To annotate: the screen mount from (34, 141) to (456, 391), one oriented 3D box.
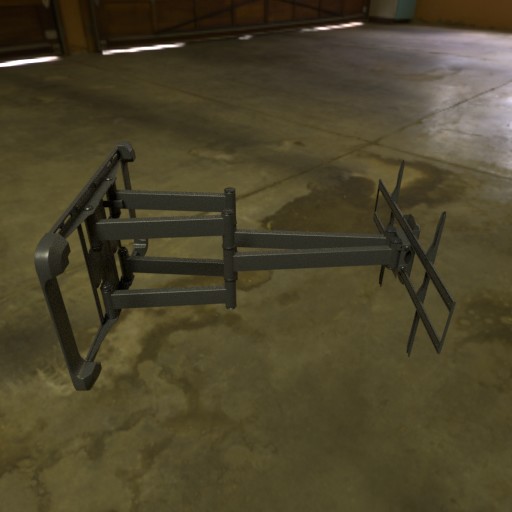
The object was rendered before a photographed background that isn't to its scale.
[{"bbox_3d":[0.000,0.000,1.320,0.905,0.483,0.725,0,33,0],"label":"screen mount"}]
